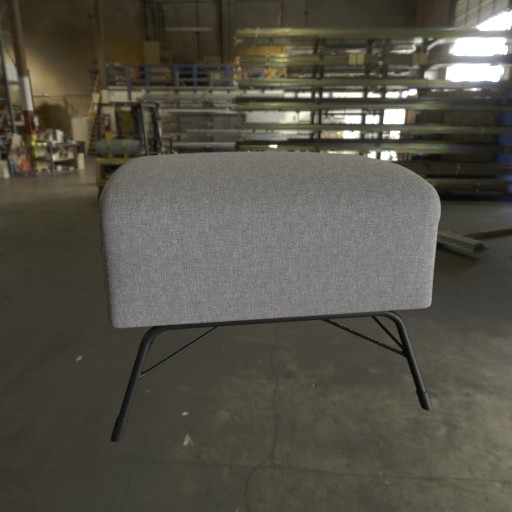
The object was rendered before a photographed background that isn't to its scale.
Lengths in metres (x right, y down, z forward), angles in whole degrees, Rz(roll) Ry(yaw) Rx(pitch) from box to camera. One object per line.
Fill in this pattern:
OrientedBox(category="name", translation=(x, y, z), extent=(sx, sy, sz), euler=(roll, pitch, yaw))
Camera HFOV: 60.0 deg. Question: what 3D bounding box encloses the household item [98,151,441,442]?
OrientedBox(category="household item", translation=(0.000, 0.000, 0.902), extent=(0.530, 0.410, 0.530), euler=(-3, 17, -8))
